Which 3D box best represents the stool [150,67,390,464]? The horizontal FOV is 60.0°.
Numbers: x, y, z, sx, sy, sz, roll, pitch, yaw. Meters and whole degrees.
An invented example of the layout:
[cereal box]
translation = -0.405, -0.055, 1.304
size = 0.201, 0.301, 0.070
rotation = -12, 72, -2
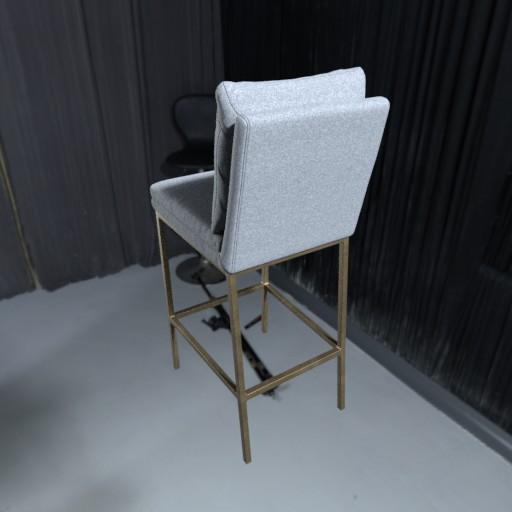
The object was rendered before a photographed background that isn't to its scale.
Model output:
[stool]
translation = 0.000, 0.000, 1.426
size = 0.463, 1.130, 0.569
rotation = -17, 33, -29
